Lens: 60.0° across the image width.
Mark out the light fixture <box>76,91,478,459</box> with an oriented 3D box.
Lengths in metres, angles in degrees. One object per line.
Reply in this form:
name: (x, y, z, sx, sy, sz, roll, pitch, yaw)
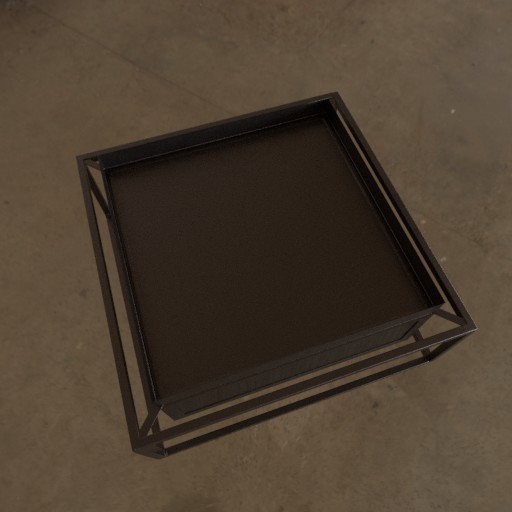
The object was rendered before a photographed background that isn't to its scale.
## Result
light fixture: (0.000, 0.000, 0.679, 0.441, 0.191, 0.441, -17, 64, -9)
